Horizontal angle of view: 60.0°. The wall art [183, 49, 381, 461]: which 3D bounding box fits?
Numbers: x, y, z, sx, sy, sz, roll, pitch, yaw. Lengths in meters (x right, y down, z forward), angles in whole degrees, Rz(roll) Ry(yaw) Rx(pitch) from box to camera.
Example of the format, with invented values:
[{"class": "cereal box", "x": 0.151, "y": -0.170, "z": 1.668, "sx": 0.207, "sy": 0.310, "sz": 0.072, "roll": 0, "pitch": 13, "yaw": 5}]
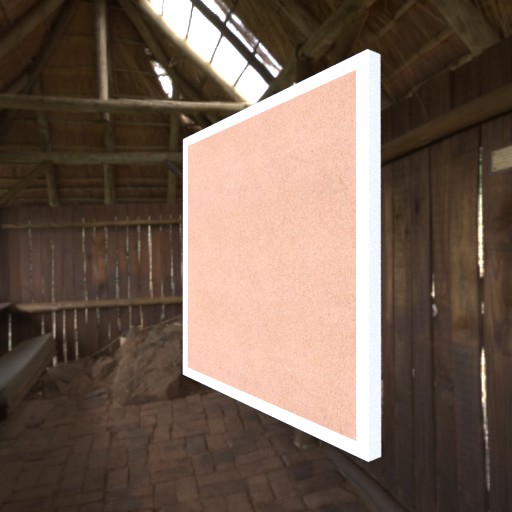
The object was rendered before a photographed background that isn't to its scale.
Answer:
[{"class": "wall art", "x": 0.000, "y": 0.000, "z": 1.136, "sx": 0.036, "sy": 0.760, "sz": 0.760, "roll": 0, "pitch": 0, "yaw": -36}]
